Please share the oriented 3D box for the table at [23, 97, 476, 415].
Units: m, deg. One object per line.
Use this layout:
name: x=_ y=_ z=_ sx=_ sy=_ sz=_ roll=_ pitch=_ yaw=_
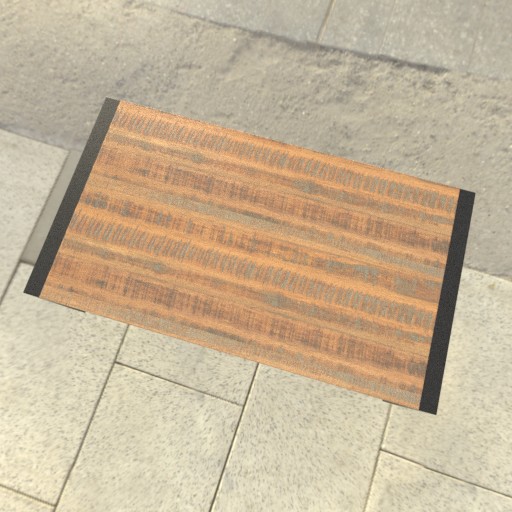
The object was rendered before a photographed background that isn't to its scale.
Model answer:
table: x=0.000 y=0.000 z=1.666 sx=1.350 sy=0.400 sz=0.750 roll=16 pitch=76 yaw=4
